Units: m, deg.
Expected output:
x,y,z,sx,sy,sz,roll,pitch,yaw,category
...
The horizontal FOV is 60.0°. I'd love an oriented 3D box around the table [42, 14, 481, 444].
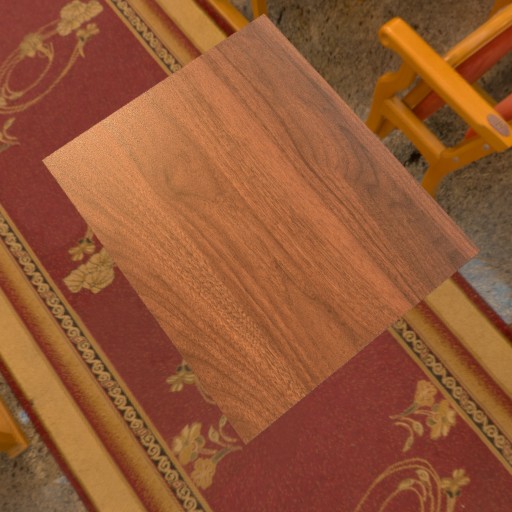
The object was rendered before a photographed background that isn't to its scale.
x,y,z,sx,sy,sz,roll,pitch,yaw,category
0.000,0.000,1.518,0.660,1.041,0.786,-37,80,-8,table
